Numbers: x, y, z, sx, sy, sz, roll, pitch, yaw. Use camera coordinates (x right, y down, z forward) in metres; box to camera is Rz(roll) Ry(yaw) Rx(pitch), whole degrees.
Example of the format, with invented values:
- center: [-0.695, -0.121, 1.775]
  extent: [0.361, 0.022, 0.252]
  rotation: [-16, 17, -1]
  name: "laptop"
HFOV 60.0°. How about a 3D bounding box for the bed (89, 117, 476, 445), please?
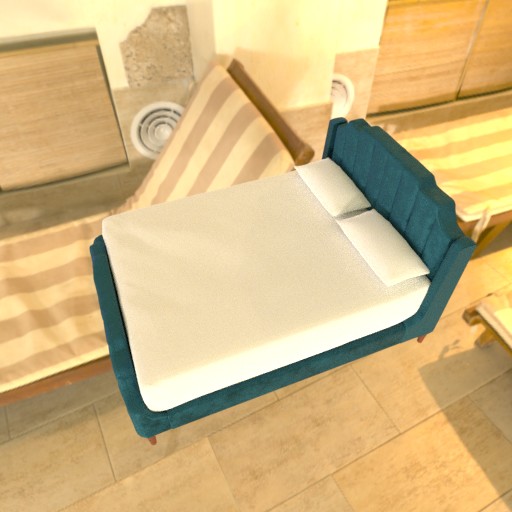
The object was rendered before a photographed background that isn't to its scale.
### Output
- center: [0.000, 0.000, 3.331]
  extent: [2.322, 1.338, 1.678]
  rotation: [-16, 49, -15]
  name: "bed"
